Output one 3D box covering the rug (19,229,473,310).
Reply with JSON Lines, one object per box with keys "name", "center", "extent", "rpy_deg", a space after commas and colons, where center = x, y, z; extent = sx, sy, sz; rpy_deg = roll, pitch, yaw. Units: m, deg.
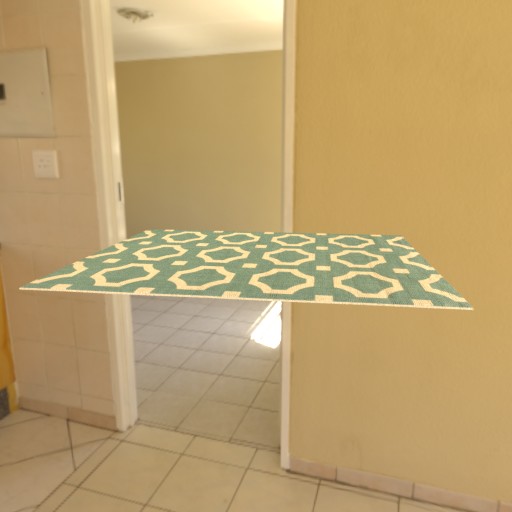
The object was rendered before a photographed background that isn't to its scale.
{"name": "rug", "center": [0.000, 0.000, 4.123], "extent": [3.049, 0.021, 2.466], "rpy_deg": [2, 13, 8]}
